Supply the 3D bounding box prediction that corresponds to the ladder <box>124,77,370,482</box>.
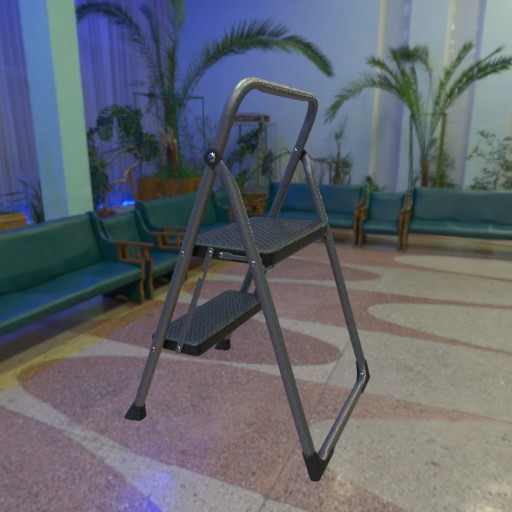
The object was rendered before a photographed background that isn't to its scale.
[{"bbox_3d":[0.000,0.000,1.007,0.472,0.720,0.430,7,16,26],"label":"ladder"}]
